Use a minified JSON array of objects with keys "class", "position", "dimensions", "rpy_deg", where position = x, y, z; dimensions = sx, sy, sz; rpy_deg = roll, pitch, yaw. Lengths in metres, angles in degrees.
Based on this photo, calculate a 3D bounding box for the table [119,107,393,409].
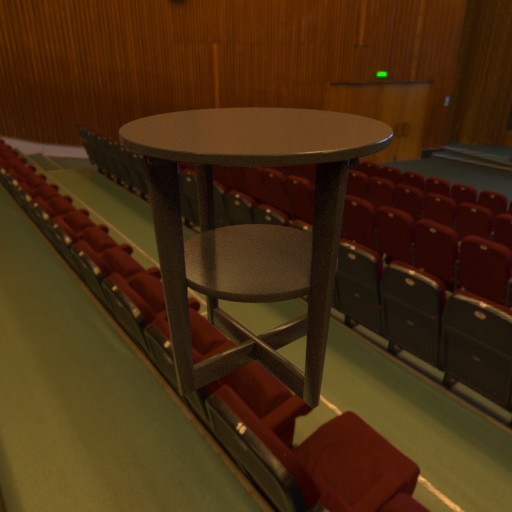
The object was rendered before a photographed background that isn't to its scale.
[{"class":"table","position":[0.000,0.000,0.955],"dimensions":[0.500,0.550,0.500],"rpy_deg":[0,26,0]}]
